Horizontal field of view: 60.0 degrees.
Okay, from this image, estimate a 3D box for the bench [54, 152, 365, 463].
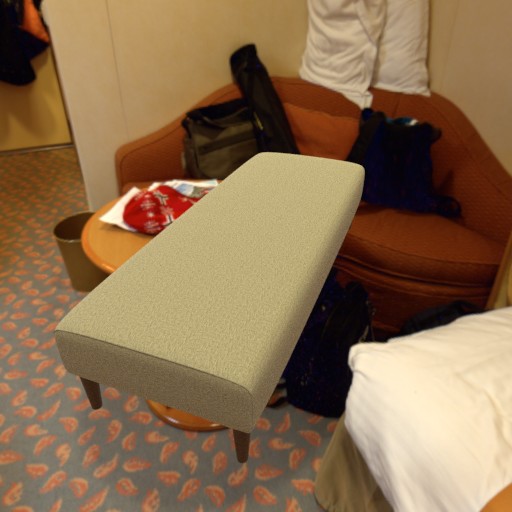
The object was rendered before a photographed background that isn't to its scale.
[{"bbox_3d":[0.000,0.000,1.838,0.631,0.383,1.598,12,33,18],"label":"bench"}]
